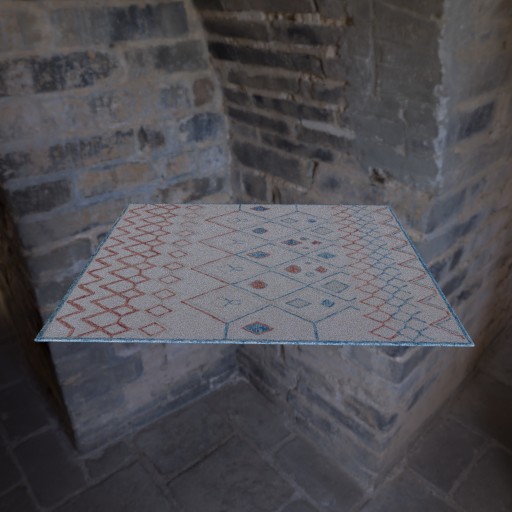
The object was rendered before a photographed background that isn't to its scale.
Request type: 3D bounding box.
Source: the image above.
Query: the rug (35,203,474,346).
[{"bbox_3d":[0.000,0.000,4.126,3.050,0.016,2.441,1,30,1],"label":"rug"}]
